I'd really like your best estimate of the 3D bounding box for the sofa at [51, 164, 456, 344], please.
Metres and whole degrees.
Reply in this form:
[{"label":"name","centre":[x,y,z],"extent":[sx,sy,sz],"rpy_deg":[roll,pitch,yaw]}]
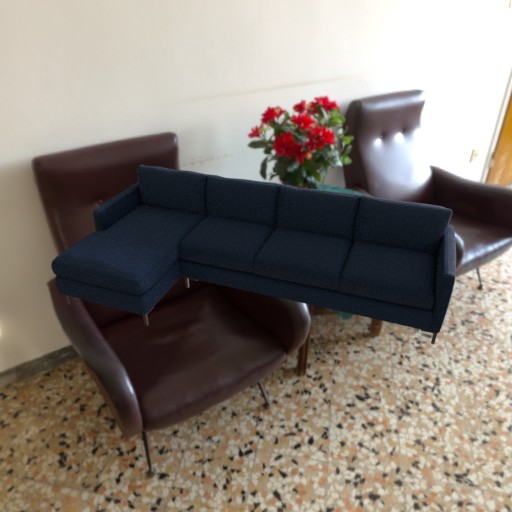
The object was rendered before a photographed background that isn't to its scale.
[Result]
[{"label":"sofa","centre":[0.000,0.000,2.940],"extent":[2.450,0.679,1.128],"rpy_deg":[11,34,17]}]
